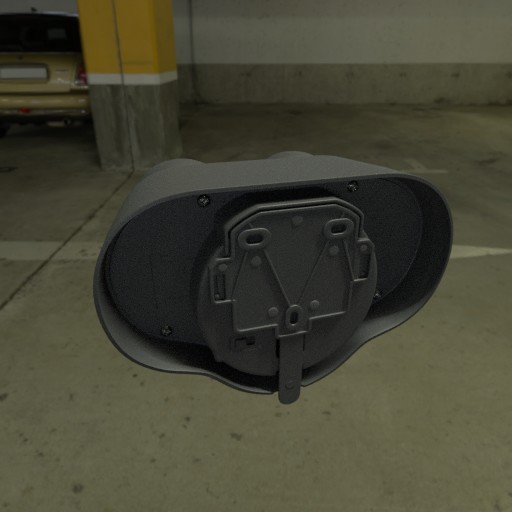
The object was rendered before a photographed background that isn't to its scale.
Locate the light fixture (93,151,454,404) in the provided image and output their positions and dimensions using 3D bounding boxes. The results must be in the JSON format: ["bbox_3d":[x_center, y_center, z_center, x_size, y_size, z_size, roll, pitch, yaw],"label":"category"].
[{"bbox_3d":[0.000,0.000,0.343,0.229,0.159,0.159,-8,26,-16],"label":"light fixture"}]
